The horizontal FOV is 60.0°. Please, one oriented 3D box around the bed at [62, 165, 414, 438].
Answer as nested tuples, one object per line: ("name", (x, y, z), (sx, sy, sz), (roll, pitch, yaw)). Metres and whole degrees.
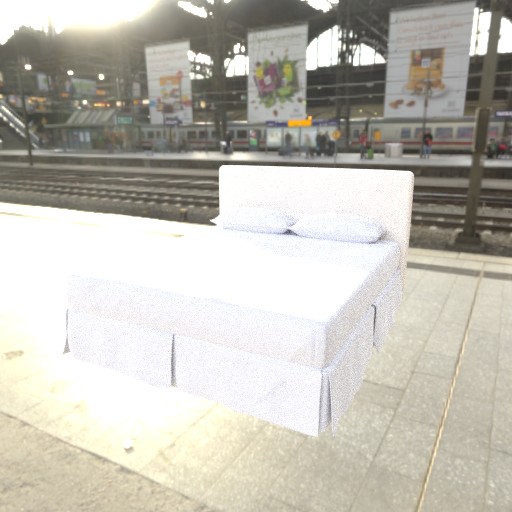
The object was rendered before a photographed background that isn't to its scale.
("bed", (0.000, 0.000, 3.664), (2.119, 1.317, 2.341), (7, 17, 26))
